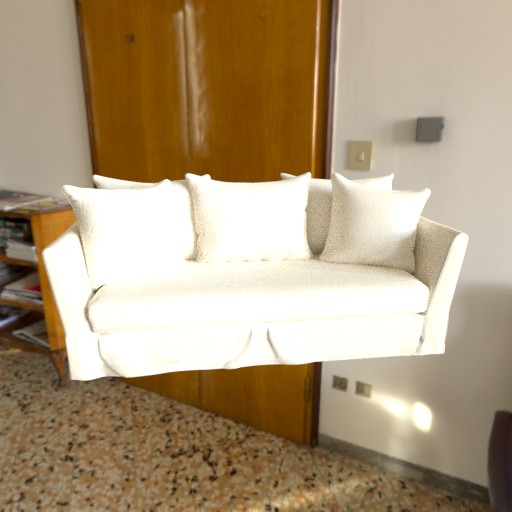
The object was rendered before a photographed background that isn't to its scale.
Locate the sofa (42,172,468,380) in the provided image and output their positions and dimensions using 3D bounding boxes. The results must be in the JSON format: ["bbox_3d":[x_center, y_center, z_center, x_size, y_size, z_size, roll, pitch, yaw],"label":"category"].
[{"bbox_3d":[0.000,0.000,2.864,2.290,1.034,1.031,-2,17,-7],"label":"sofa"}]
